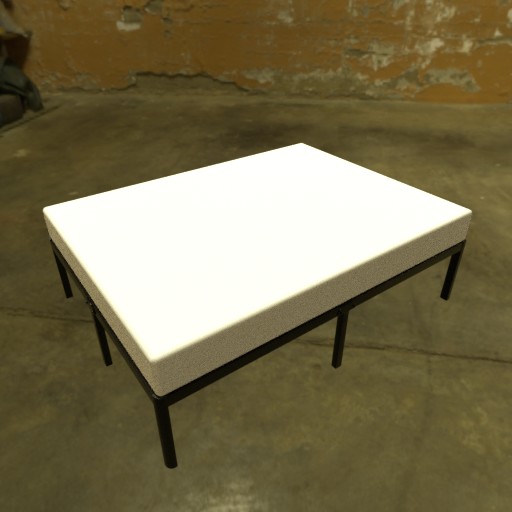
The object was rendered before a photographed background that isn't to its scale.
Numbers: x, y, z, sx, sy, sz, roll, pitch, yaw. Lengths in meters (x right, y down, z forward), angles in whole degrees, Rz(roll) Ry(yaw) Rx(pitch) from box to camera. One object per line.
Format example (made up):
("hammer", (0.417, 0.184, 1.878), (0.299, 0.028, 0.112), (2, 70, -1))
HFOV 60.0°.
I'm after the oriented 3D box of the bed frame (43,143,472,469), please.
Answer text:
("bed frame", (0.000, 0.000, 2.783), (2.072, 0.659, 1.557), (-21, 38, -30))
